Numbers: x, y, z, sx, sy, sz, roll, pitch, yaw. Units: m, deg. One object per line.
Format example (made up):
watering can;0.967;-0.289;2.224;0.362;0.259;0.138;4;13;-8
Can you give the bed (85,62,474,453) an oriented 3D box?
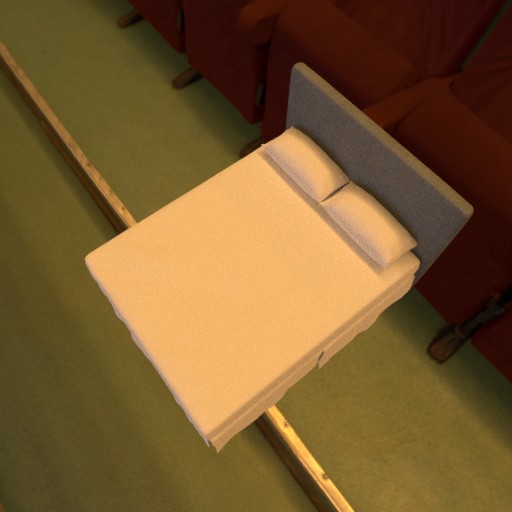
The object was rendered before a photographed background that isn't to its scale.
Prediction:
bed;0.000;0.000;3.271;2.142;1.330;1.713;-35;69;-16
